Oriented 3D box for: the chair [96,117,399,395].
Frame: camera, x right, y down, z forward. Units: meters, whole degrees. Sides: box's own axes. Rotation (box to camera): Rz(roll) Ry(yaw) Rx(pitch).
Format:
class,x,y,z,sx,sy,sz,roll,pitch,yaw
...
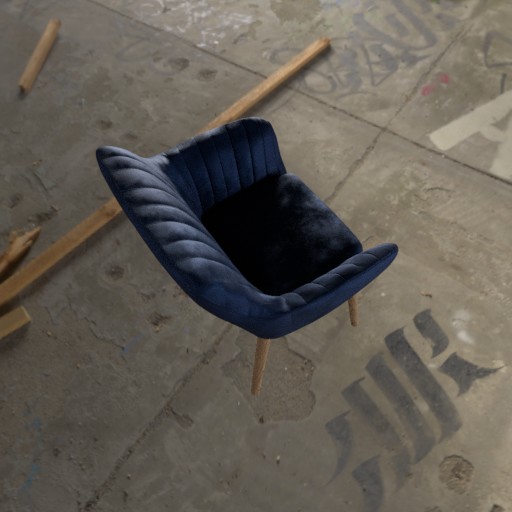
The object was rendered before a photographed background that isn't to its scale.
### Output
class,x,y,z,sx,sy,sz,roll,pitch,yaw
chair,0.000,0.000,1.244,0.573,0.826,0.578,-31,63,-18
